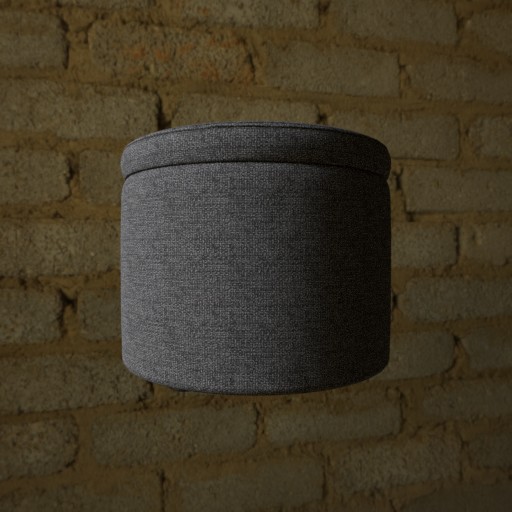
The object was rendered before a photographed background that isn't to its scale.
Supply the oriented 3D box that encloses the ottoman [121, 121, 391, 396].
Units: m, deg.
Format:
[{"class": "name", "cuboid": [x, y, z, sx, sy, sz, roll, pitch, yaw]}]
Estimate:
[{"class": "ottoman", "cuboid": [0.000, 0.000, 0.891, 0.520, 0.430, 0.520, 0, 1, 0]}]
